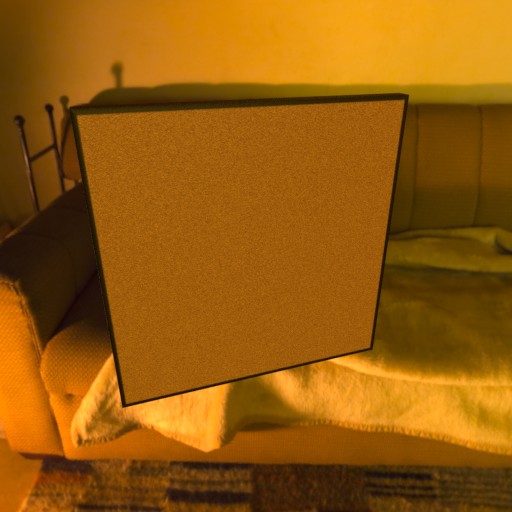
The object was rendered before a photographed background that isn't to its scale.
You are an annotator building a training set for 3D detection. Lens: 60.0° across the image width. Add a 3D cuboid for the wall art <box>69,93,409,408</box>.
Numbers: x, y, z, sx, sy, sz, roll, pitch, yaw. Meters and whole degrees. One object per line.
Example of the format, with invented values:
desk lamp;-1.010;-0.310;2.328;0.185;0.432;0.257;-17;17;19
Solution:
wall art;0.000;0.000;0.764;0.513;0.511;0.028;-9;27;-17
